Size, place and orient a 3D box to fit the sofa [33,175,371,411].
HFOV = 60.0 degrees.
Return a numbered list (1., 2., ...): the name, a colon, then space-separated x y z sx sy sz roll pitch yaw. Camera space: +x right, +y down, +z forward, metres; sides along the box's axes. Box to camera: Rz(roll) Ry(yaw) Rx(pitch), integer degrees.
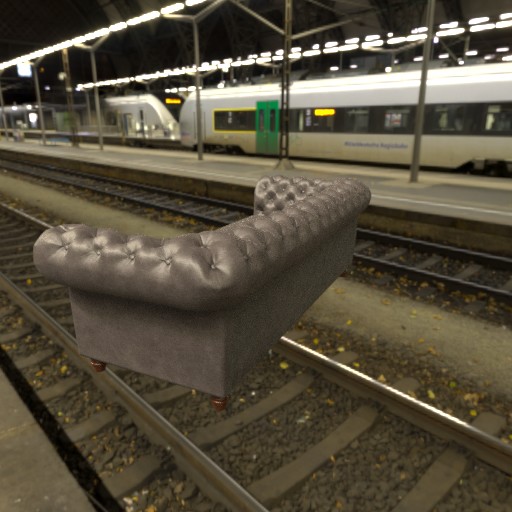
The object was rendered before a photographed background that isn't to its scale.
1. sofa: 0.000 0.000 2.748 0.944 0.783 2.385 8 19 25
